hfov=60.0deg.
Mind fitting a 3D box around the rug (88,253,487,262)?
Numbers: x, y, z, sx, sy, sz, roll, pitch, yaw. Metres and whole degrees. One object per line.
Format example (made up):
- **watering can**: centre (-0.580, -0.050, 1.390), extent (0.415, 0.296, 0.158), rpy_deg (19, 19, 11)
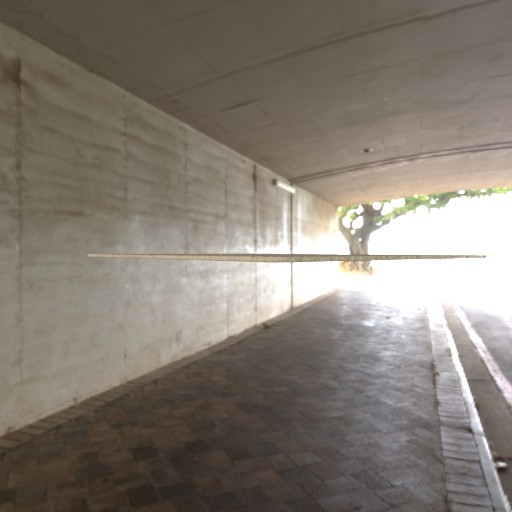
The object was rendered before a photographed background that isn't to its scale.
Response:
- **rug**: centre (0.000, 0.000, 3.447), extent (1.798, 0.025, 2.698), rpy_deg (0, 1, -37)
